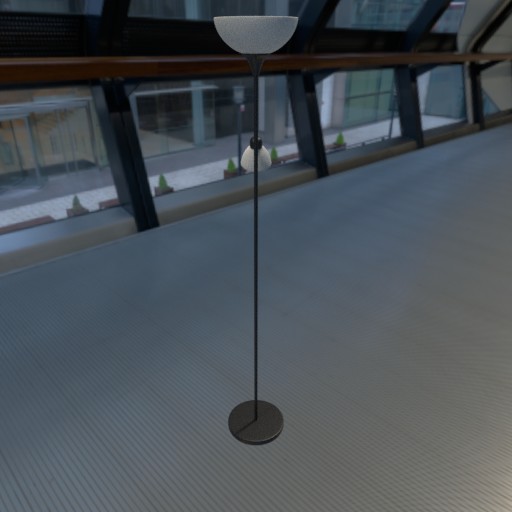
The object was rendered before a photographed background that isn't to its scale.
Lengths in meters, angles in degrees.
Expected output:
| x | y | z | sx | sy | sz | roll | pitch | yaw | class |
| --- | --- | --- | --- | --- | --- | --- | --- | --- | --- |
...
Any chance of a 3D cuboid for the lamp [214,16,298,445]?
| x | y | z | sx | sy | sz | roll | pitch | yaw | class |
| --- | --- | --- | --- | --- | --- | --- | --- | --- | --- |
| 0.000 | 0.000 | 1.911 | 0.279 | 1.804 | 0.442 | 0 | 26 | 0 | lamp |
